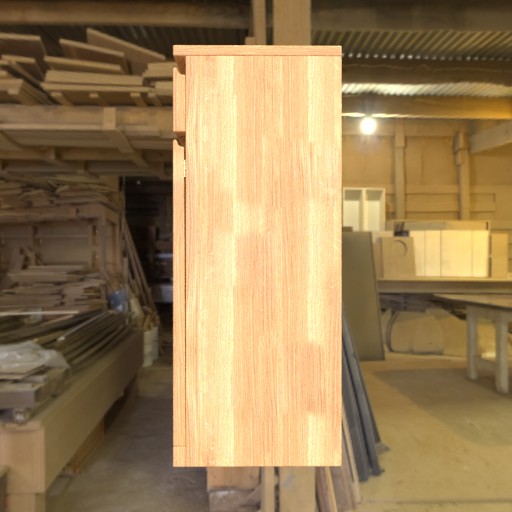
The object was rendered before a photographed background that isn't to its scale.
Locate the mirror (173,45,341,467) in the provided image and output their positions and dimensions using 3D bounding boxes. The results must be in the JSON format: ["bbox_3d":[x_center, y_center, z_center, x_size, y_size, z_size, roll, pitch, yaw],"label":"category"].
[{"bbox_3d":[0.000,0.000,1.451,0.400,1.000,0.800,0,0,0],"label":"mirror"}]
